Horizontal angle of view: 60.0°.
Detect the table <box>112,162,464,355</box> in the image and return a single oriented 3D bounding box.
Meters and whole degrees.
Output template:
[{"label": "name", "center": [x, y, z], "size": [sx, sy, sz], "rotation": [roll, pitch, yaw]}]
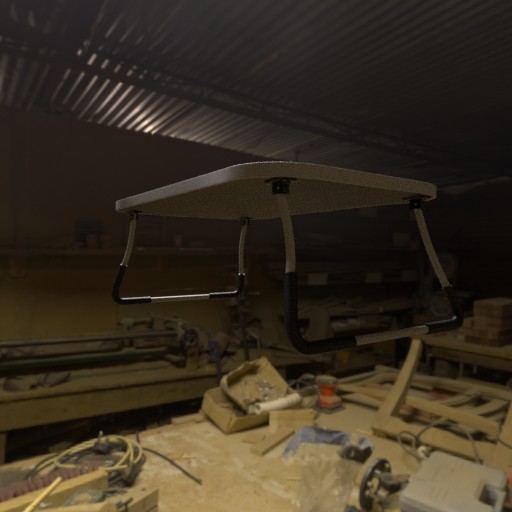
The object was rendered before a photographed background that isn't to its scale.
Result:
[{"label": "table", "center": [0.000, 0.000, 0.870], "size": [0.400, 0.232, 0.660], "rotation": [0, 0, -36]}]
